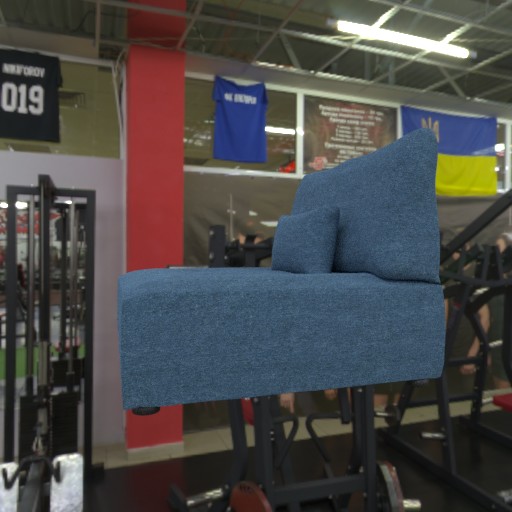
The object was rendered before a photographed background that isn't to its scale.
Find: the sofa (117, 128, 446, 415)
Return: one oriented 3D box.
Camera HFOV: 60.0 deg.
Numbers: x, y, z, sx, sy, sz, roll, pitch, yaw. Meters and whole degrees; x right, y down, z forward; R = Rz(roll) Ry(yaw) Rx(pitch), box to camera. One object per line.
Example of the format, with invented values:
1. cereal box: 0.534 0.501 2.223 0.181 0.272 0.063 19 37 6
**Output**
1. sofa: 0.000 0.000 1.688 1.000 0.820 0.930 0 0 -18
